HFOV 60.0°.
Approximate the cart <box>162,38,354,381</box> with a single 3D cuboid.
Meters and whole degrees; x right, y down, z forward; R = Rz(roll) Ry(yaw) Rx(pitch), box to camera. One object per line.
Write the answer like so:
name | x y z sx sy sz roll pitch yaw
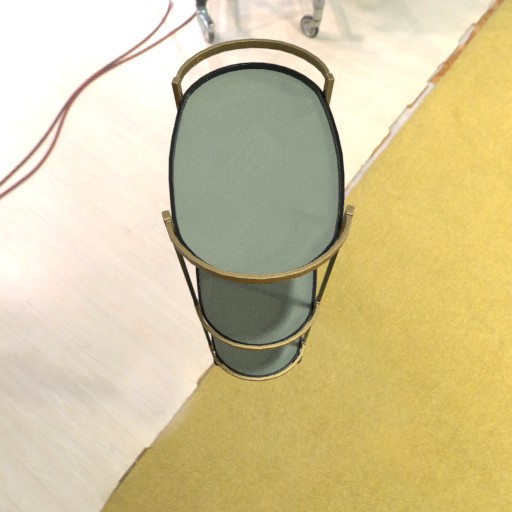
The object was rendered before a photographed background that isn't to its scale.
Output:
cart | 0.000 0.000 1.148 0.311 0.885 0.515 -2 63 -1
